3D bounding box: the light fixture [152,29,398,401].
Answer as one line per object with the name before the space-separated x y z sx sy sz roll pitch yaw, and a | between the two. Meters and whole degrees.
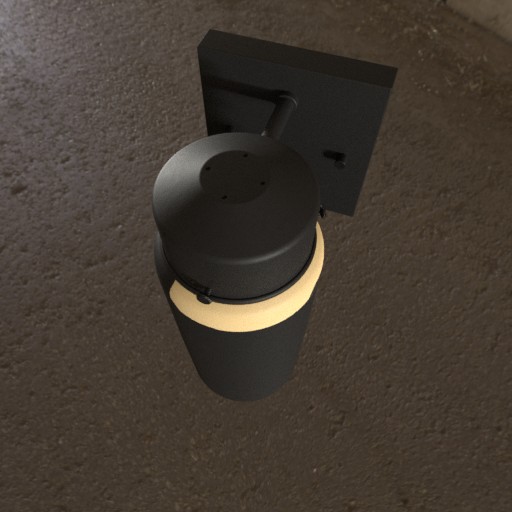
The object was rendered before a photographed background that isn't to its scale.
light fixture | 0.000 0.000 0.357 0.130 0.257 0.176 17 60 10
